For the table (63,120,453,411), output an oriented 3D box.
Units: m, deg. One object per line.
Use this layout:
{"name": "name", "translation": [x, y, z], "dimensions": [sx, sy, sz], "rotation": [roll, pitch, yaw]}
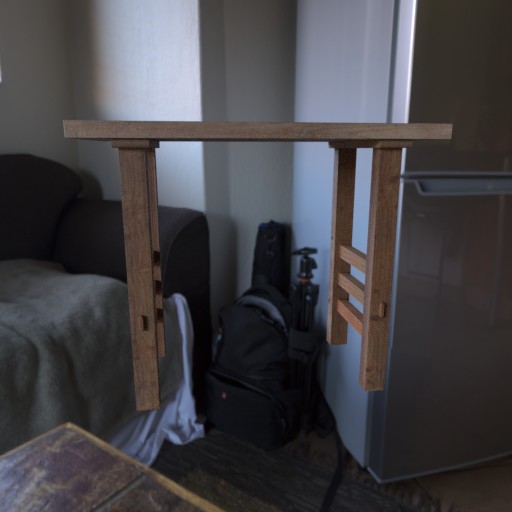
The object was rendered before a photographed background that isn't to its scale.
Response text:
{"name": "table", "translation": [0.000, 0.000, 1.630], "dimensions": [1.119, 0.914, 0.556], "rotation": [-2, 14, -8]}
